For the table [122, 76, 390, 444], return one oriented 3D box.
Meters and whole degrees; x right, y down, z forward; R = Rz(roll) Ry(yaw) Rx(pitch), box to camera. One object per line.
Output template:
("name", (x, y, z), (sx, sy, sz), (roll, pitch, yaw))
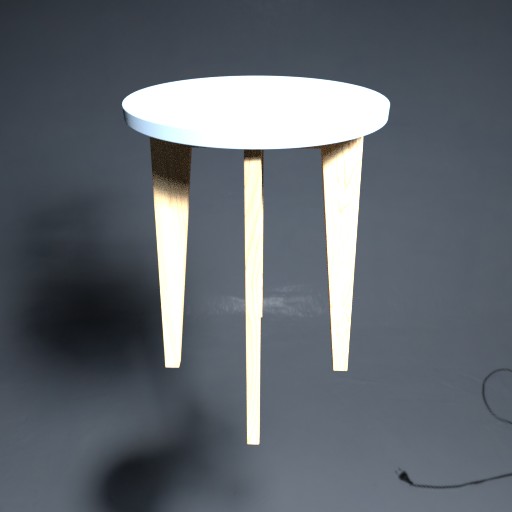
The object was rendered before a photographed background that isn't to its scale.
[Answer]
("table", (0.000, 0.000, 0.726), (0.350, 0.500, 0.350), (0, 31, 0))
